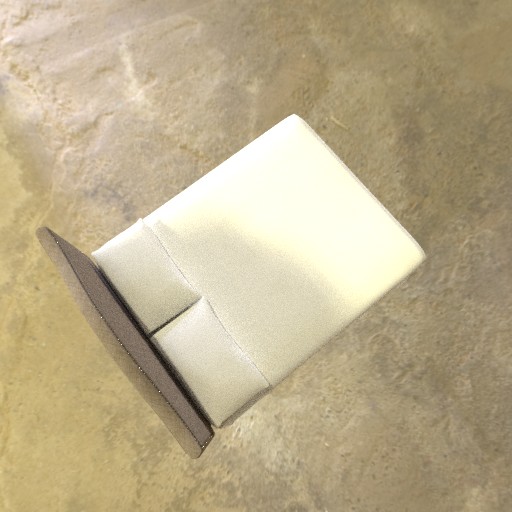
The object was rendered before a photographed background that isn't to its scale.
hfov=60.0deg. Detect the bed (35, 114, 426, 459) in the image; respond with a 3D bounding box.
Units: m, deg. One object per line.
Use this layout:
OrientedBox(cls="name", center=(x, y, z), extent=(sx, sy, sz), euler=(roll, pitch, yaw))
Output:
OrientedBox(cls="bed", center=(0.000, 0.000, 3.232), extent=(2.153, 1.518, 1.713), euler=(-37, 78, -9))
